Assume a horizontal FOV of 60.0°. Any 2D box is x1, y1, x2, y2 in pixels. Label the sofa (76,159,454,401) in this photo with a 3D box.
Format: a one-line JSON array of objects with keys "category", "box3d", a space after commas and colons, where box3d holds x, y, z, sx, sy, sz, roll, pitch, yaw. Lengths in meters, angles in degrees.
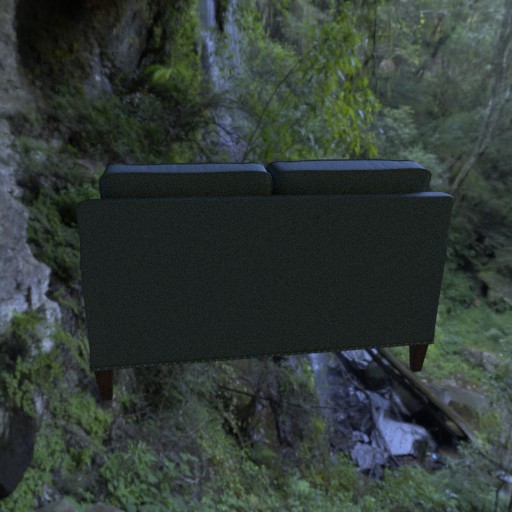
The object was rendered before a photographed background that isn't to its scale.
[{"category": "sofa", "box3d": [0.000, 0.000, 2.305, 1.597, 1.003, 1.084, -2, 14, -10]}]
